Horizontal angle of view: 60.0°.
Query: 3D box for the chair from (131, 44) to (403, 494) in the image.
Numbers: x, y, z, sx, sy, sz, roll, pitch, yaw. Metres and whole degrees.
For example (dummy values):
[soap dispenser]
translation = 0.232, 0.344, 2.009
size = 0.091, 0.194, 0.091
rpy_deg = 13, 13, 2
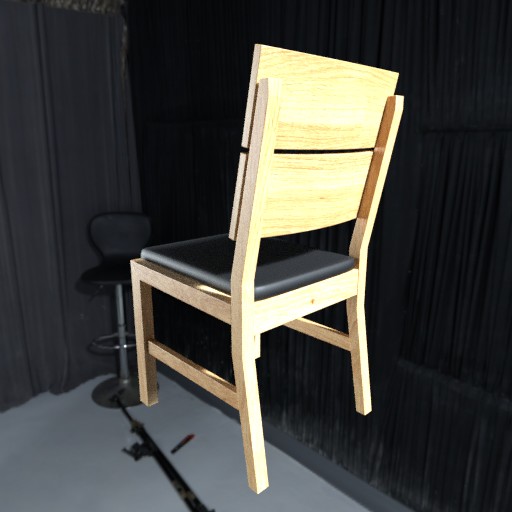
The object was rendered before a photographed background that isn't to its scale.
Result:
[chair]
translation = 0.000, 0.000, 1.236
size = 0.475, 0.950, 0.569
rpy_deg = -13, 19, -42
